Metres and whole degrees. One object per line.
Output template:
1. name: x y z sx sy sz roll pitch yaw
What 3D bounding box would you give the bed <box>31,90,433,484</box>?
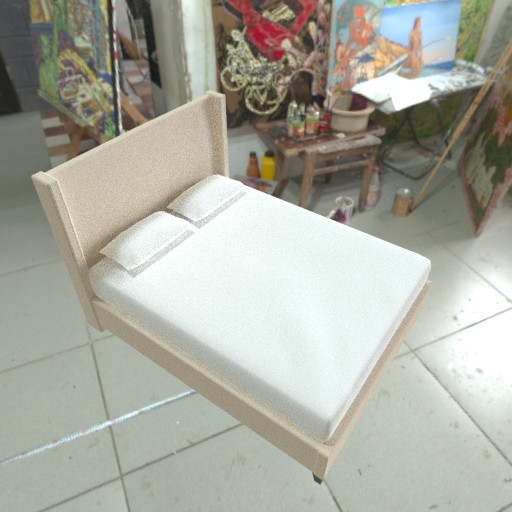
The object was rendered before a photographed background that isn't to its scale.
1. bed: 0.000 0.000 3.364 2.293 1.471 1.778 26 48 26
